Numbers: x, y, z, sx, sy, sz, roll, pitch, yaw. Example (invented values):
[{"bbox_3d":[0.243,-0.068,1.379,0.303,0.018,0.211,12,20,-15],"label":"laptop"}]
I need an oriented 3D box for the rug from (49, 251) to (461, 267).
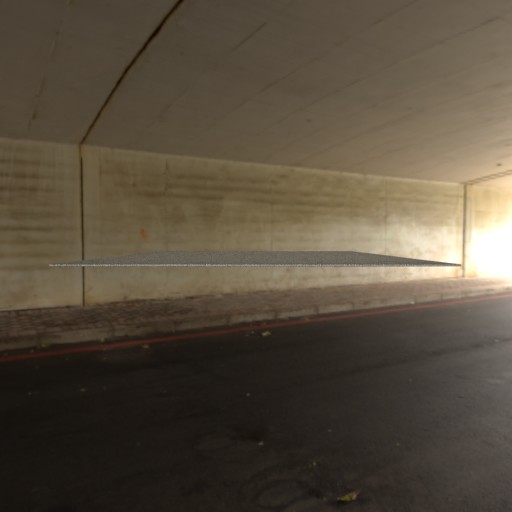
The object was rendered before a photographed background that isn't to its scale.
[{"bbox_3d":[0.000,0.000,4.128,2.447,0.014,3.061,0,2,0],"label":"rug"}]
